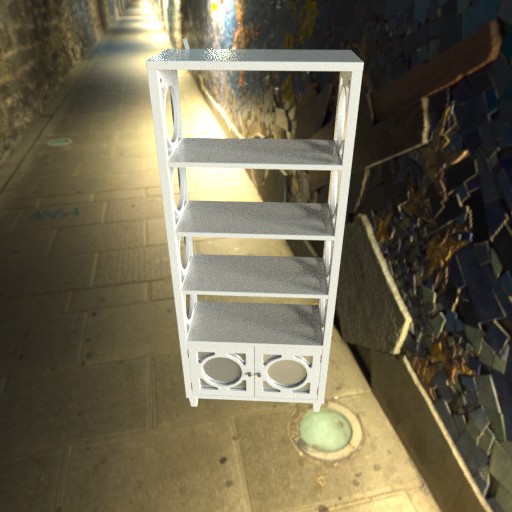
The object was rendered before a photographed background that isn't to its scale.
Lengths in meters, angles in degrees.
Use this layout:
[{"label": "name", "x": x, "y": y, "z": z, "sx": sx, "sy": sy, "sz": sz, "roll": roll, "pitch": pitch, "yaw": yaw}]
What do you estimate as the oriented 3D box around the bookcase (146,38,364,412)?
[{"label": "bookcase", "x": 0.000, "y": 0.000, "z": 2.147, "sx": 0.761, "sy": 1.869, "sz": 0.361, "roll": 2, "pitch": 32, "yaw": 3}]
